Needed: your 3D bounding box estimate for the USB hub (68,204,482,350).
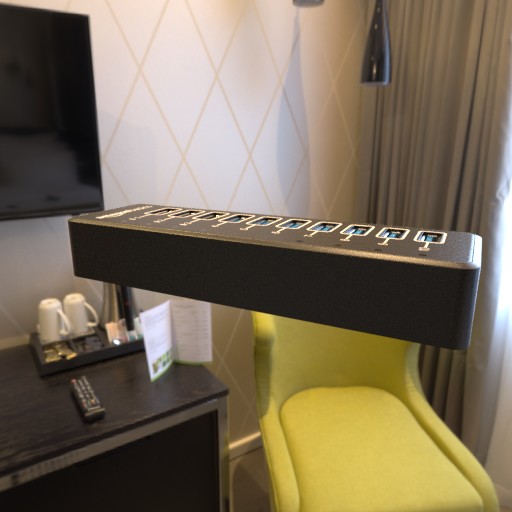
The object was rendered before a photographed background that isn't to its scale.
[{"bbox_3d":[0.000,0.000,0.161,0.145,0.023,0.044,8,17,25],"label":"USB hub"}]
